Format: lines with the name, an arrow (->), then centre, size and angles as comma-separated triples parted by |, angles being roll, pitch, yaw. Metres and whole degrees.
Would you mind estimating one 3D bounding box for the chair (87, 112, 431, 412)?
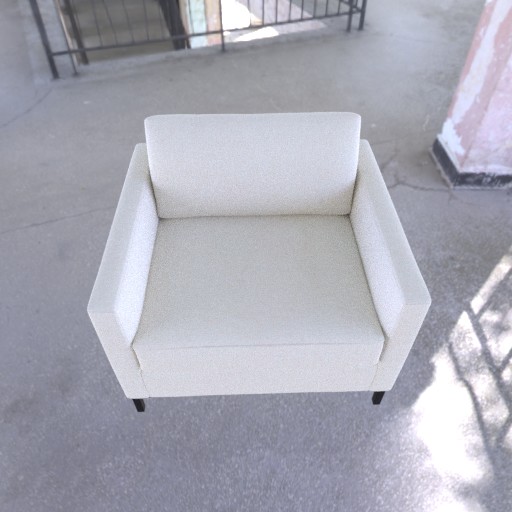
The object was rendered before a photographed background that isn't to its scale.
chair -> 0.000, 0.000, 1.628 | 0.964, 0.806, 0.875 | -1, 45, -1
